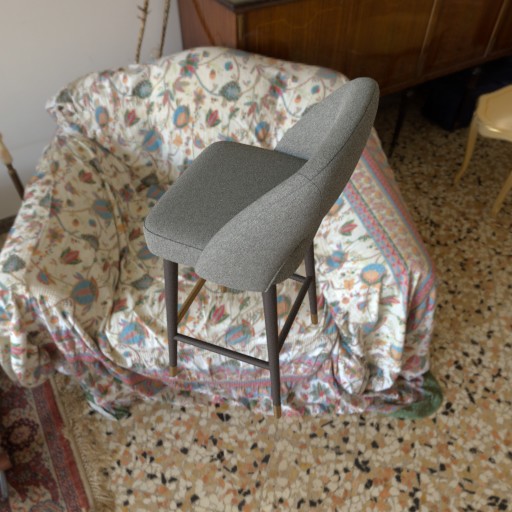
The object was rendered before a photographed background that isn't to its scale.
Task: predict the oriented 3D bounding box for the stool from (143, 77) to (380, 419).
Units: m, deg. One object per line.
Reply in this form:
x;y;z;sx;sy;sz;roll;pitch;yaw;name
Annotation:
0.000;0.000;1.365;0.524;1.089;0.536;17;49;15;stool
